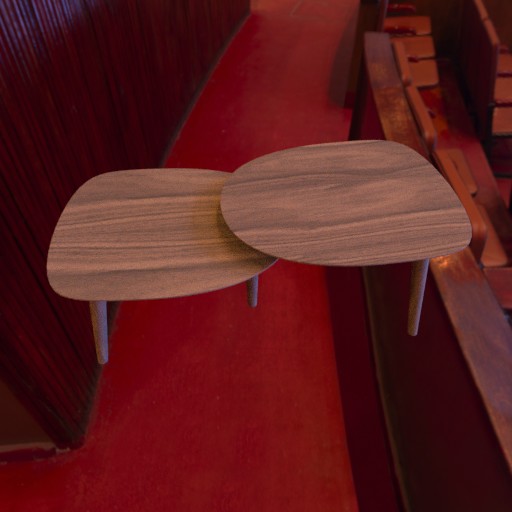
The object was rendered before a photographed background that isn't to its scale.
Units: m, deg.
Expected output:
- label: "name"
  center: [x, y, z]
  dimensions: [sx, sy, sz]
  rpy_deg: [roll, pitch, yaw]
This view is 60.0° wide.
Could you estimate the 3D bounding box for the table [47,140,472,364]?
- label: "table"
  center: [0.000, 0.000, 1.337]
  dimensions: [1.084, 0.429, 0.527]
  rpy_deg: [-4, 46, -4]
